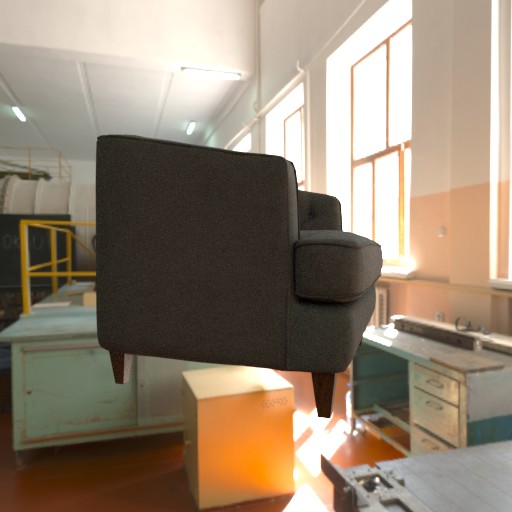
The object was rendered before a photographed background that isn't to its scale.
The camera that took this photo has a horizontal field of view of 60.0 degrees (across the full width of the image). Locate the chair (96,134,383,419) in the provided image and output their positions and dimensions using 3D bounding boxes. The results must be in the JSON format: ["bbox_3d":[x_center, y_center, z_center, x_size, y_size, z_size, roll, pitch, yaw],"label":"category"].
[{"bbox_3d":[0.000,0.000,1.755,0.941,0.852,1.104,0,1,18],"label":"chair"}]
